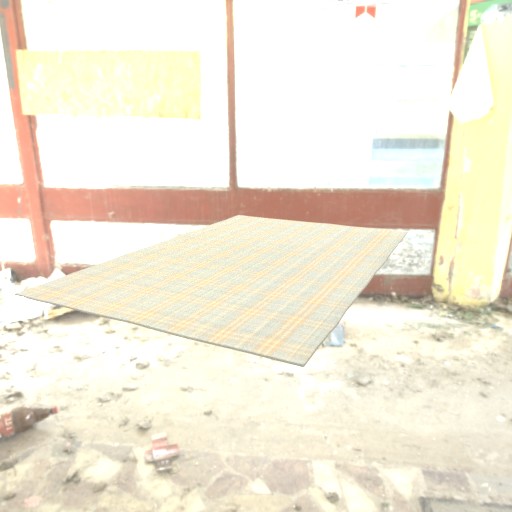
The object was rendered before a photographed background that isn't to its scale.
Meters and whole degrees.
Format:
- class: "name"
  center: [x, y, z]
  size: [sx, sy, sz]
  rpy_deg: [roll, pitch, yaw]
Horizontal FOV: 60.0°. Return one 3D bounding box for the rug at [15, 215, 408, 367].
- class: "rug"
  center: [0.000, 0.000, 2.275]
  size: [1.231, 0.012, 1.835]
  rpy_deg: [8, 18, 26]
